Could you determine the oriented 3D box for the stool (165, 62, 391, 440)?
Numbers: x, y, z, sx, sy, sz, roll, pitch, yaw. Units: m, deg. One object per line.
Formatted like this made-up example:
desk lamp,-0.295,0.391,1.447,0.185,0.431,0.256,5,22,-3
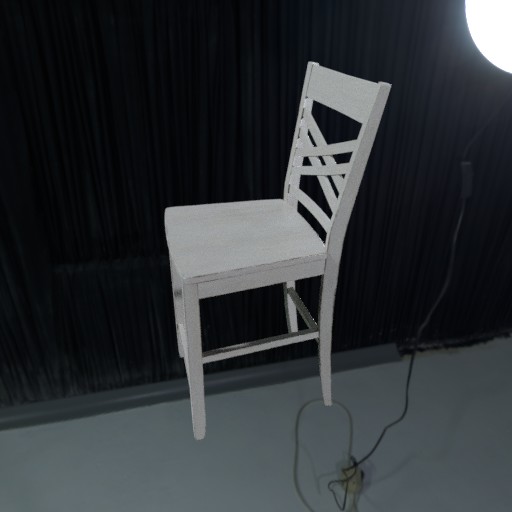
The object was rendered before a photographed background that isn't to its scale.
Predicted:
stool,0.000,0.000,1.406,0.539,1.079,0.462,-8,31,-13
